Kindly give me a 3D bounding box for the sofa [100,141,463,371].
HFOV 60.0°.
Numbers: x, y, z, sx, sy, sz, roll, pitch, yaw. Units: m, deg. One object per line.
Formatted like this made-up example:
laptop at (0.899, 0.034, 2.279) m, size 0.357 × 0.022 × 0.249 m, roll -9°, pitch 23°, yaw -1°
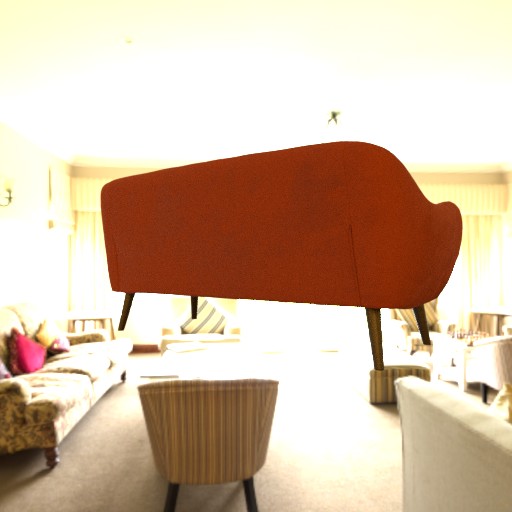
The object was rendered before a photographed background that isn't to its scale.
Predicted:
sofa at (0.000, 0.000, 2.276) m, size 1.840 × 0.836 × 0.820 m, roll 0°, pitch -1°, yaw 36°
